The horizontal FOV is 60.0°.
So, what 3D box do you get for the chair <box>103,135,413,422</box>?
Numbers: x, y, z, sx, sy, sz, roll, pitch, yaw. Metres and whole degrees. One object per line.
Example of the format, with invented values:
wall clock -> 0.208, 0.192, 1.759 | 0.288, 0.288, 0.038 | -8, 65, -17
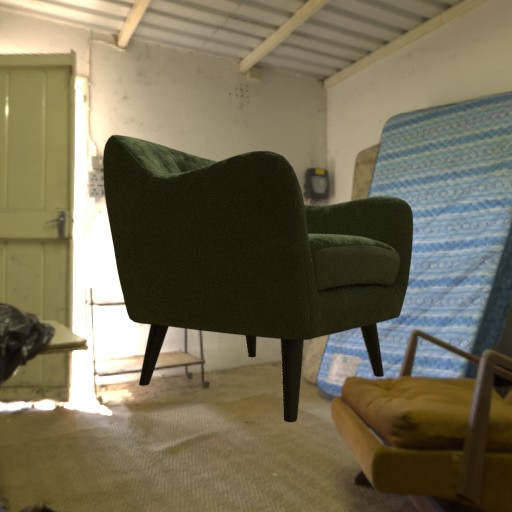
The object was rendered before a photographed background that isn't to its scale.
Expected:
chair -> 0.000, 0.000, 1.471 | 0.819, 0.804, 0.840 | -1, -2, 37
